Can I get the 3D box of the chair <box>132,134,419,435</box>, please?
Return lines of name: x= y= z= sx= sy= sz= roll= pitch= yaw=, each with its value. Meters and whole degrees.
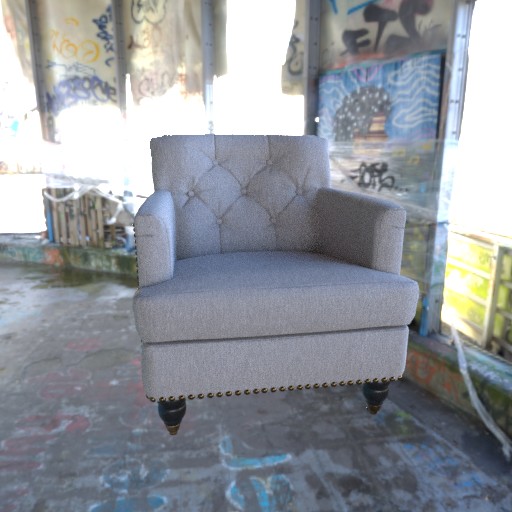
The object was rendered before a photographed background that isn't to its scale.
chair: x=0.000 y=0.000 z=1.504 sx=0.737 sy=0.823 sz=0.902 roll=-2 pitch=14 yaw=-9
